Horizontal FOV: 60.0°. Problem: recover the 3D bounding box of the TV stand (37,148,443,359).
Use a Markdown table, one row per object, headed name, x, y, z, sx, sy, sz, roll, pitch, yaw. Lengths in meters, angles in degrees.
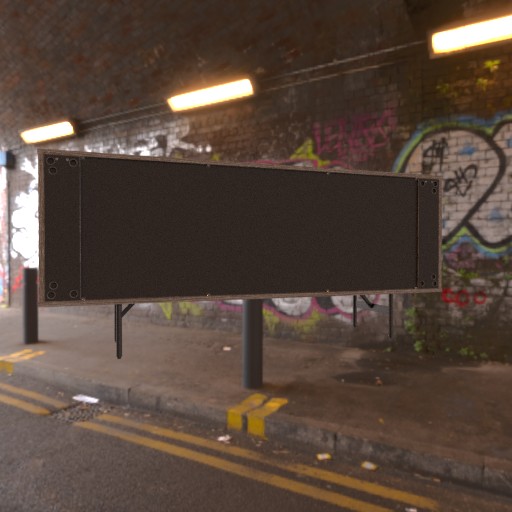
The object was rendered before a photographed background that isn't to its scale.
| name | x | y | z | sx | sy | sz | roll | pitch | yaw |
| --- | --- | --- | --- | --- | --- | --- | --- | --- | --- |
| TV stand | 0.000 | 0.000 | 2.083 | 1.804 | 0.787 | 0.405 | 0 | 1 | -19 |
